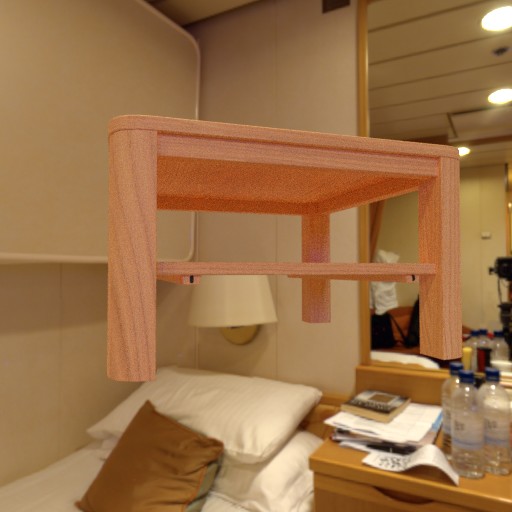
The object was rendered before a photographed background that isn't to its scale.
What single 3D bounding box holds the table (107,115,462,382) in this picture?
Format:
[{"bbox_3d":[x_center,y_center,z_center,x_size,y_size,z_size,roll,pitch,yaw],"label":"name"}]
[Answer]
[{"bbox_3d":[0.000,0.000,1.197,0.750,0.450,0.750,1,-2,-17],"label":"table"}]
